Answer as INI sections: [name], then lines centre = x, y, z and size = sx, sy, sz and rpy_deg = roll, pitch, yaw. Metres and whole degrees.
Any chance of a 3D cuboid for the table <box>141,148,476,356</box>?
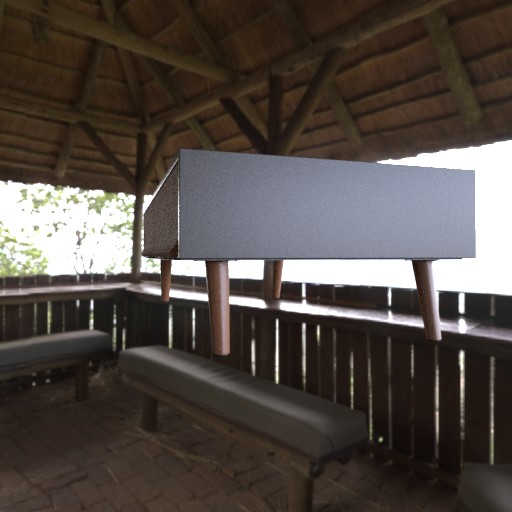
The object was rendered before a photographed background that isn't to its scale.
[table]
centre = 0.000, 0.000, 1.503
size = 0.703, 0.404, 1.201
rpy_deg = 0, 0, -17
